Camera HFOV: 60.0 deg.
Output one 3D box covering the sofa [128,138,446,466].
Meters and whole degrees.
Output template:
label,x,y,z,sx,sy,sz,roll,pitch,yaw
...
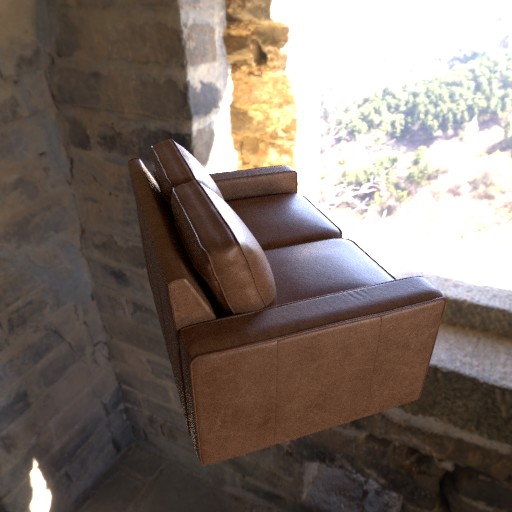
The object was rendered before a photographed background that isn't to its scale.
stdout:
label,x,y,z,sx,sy,sz,roll,pitch,yaw
sofa,0.000,0.000,2.173,1.020,0.896,1.532,-10,33,-17
